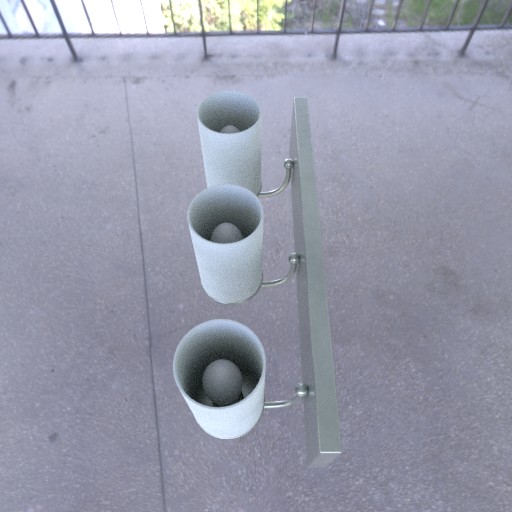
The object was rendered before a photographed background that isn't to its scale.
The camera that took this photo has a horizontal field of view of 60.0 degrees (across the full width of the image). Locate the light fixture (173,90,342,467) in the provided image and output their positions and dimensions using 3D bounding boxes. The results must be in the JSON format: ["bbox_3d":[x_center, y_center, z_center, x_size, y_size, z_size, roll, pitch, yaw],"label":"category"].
[{"bbox_3d":[0.000,0.000,0.534,0.145,0.172,0.451,0,59,0],"label":"light fixture"}]
